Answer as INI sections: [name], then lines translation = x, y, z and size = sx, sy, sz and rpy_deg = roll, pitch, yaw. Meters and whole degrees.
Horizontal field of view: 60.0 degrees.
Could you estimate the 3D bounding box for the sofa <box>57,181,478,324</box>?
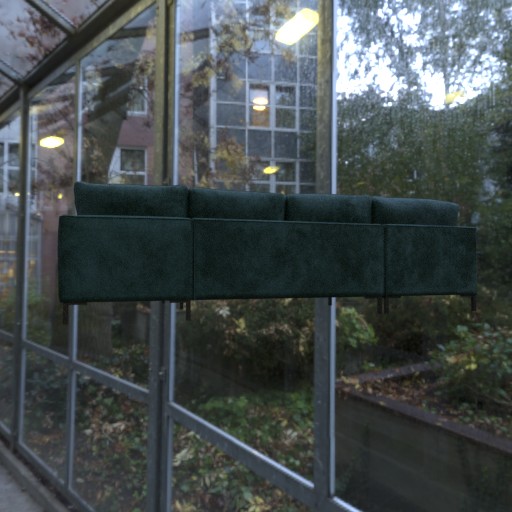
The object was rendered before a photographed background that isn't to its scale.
[sofa]
translation = 0.000, 0.000, 3.860
size = 2.994, 0.861, 1.992
rpy_deg = 1, -2, -17
